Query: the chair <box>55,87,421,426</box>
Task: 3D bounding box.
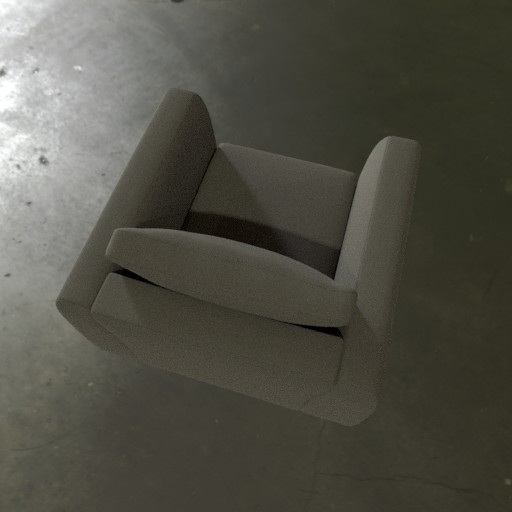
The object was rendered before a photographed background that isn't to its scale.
[{"bbox_3d":[0.000,0.000,1.654,1.000,0.860,0.930,15,65,7],"label":"chair"}]
